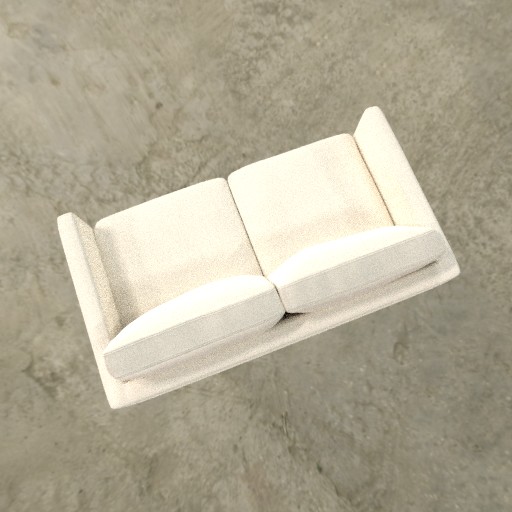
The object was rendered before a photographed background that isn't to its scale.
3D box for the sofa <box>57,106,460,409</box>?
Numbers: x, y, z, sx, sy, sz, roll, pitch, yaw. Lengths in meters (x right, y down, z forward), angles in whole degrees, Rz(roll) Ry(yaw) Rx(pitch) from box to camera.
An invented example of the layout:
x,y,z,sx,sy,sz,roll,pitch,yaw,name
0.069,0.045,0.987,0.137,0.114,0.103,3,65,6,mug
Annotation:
x,y,z,sx,sy,sz,roll,pitch,yaw,name
0.000,0.000,2.294,1.702,0.888,0.964,-20,78,-5,sofa
